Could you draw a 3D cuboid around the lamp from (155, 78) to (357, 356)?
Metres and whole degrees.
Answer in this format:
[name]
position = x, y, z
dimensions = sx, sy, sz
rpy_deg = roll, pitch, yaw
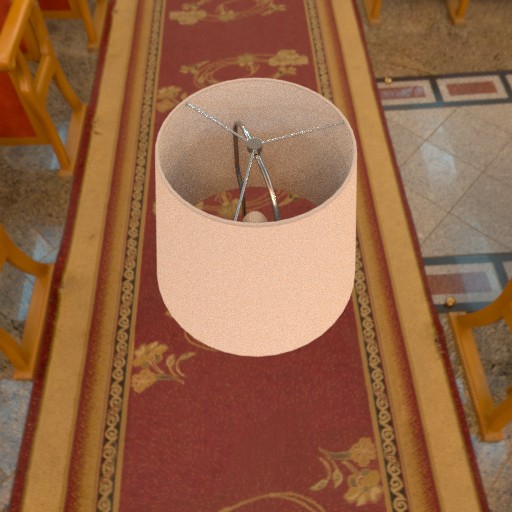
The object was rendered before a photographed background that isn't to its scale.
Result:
[lamp]
position = 0.000, 0.000, 0.563
dimensions = 0.254, 0.392, 0.254
rpy_deg = 0, 59, 0
